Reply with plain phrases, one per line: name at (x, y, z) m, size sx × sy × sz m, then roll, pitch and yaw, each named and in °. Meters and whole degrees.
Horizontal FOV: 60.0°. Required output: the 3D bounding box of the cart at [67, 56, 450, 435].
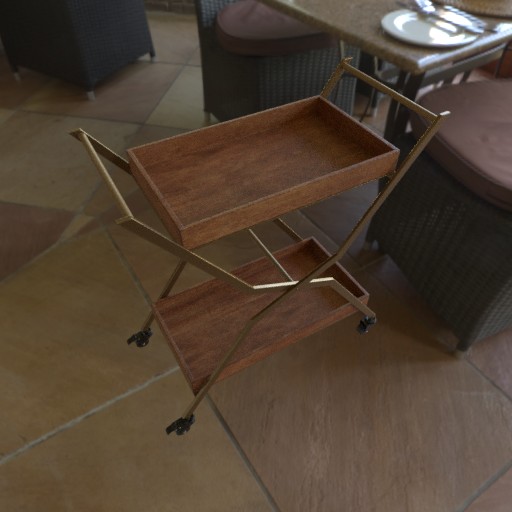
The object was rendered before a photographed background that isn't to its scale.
cart at (0.000, 0.000, 1.317) m, size 0.836 × 0.869 × 0.405 m, roll -22°, pitch 50°, yaw -20°
